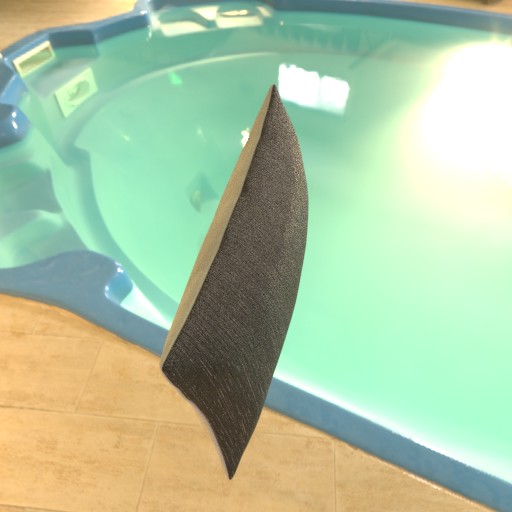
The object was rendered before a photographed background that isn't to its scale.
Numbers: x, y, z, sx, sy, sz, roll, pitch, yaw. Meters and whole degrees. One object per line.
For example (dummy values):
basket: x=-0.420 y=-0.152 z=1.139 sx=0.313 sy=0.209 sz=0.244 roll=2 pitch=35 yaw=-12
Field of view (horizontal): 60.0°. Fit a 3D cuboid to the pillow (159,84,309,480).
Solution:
pillow: x=0.000 y=0.000 z=0.733 sx=0.156 sy=0.305 sz=0.608 roll=9 pitch=47 yaw=8
